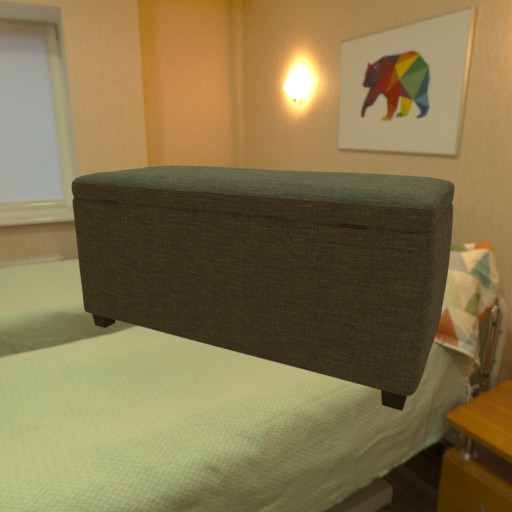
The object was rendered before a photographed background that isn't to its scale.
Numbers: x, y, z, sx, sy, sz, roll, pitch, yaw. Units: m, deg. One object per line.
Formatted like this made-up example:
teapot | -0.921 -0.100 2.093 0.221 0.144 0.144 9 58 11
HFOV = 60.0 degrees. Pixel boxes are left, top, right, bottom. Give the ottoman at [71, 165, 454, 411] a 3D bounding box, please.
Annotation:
ottoman | 0.000 0.000 1.152 0.902 0.432 0.419 8 18 27
